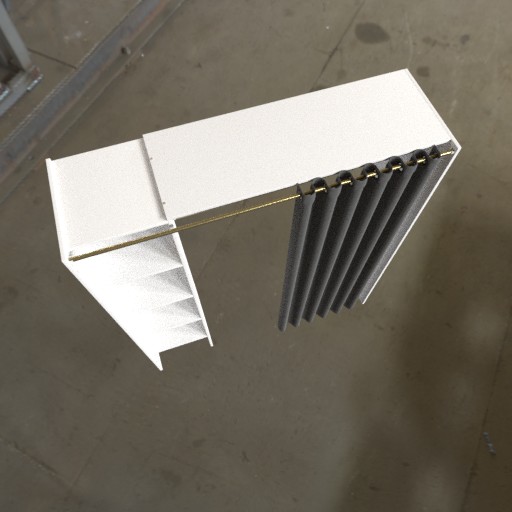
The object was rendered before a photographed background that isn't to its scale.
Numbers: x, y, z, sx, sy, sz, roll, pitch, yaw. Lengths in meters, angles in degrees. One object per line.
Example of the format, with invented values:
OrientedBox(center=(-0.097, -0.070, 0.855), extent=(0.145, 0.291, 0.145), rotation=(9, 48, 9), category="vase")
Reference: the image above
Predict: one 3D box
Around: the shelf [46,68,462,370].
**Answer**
OrientedBox(center=(0.000, 0.000, 2.580), extent=(1.600, 1.810, 0.500), rotation=(-17, 65, -8), category="shelf")
